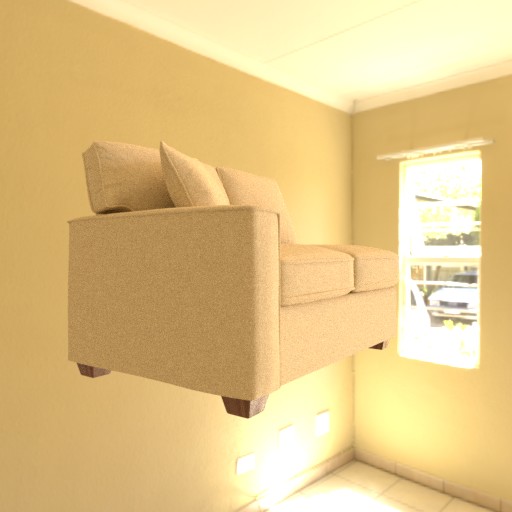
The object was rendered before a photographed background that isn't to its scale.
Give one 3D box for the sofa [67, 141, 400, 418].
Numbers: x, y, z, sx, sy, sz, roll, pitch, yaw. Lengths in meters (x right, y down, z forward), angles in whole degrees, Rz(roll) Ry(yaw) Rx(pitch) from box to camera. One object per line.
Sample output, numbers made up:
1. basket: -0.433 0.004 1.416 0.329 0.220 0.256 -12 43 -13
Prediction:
1. sofa: 0.000 0.000 2.126 0.991 0.989 1.388 0 0 35
